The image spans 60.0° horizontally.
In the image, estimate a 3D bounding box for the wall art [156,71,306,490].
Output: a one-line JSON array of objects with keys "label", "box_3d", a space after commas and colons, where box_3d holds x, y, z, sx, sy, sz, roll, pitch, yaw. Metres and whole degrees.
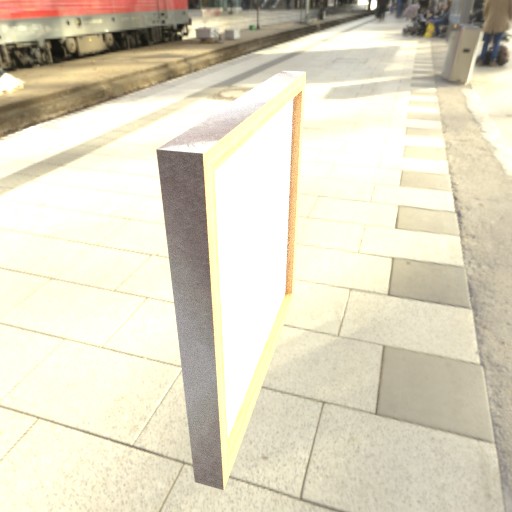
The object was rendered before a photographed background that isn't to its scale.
[{"label": "wall art", "box_3d": [0.000, 0.000, 0.442, 0.028, 0.303, 0.303, 8, 31, 14]}]
